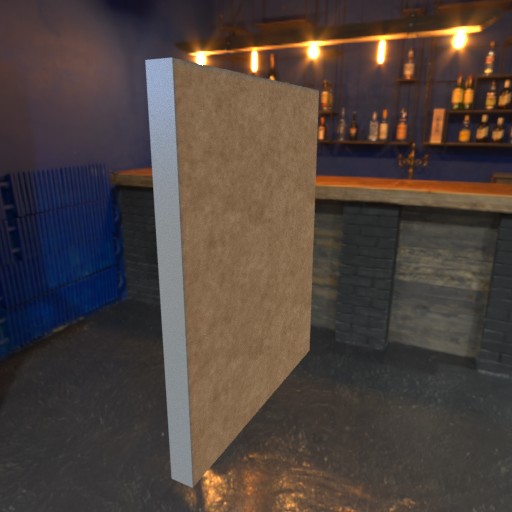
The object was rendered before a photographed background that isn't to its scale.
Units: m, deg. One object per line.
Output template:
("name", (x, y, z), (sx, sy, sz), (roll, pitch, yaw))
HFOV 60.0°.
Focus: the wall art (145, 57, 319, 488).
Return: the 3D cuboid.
("wall art", (0.000, 0.000, 0.744), (0.037, 0.554, 0.453), (8, 18, 26))
